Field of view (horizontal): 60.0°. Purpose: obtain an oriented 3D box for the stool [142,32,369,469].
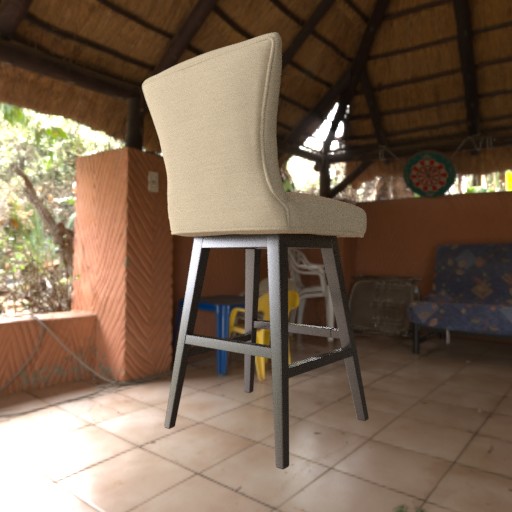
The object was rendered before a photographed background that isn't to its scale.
[{"bbox_3d":[0.000,0.000,1.403,0.514,1.086,0.574,0,0,38],"label":"stool"}]
